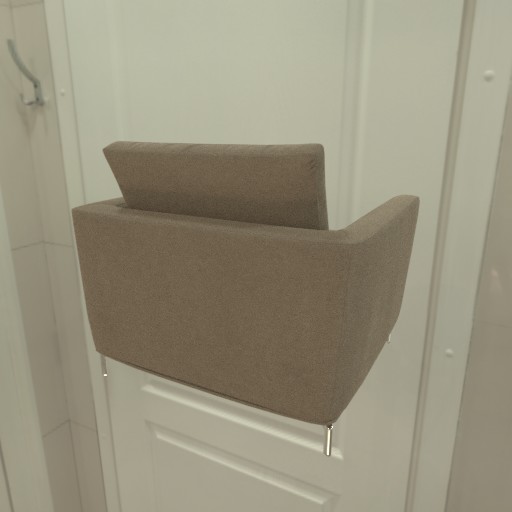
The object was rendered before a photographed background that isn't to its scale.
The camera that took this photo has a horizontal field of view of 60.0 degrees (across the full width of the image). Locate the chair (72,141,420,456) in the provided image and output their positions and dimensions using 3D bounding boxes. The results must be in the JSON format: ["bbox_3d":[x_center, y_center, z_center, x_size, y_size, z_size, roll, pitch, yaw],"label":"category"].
[{"bbox_3d":[0.000,0.000,1.681,1.041,0.864,0.889,9,19,27],"label":"chair"}]
